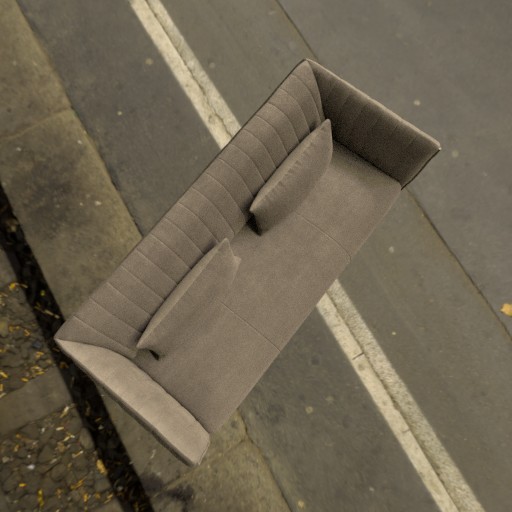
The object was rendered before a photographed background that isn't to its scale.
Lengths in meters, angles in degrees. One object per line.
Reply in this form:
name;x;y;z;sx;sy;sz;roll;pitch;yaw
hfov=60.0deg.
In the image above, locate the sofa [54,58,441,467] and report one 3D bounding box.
sofa;0.000;0.000;2.456;0.876;0.780;1.980;38;79;9
